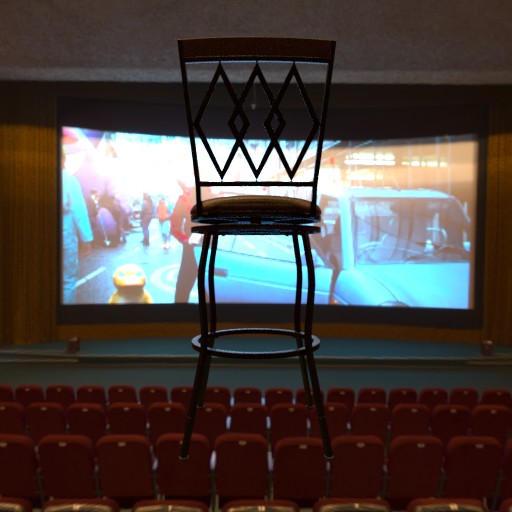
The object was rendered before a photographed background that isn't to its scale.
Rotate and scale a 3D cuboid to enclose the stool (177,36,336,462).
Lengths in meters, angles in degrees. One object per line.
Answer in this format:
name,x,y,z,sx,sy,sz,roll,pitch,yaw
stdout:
stool,0.000,0.000,1.388,0.432,1.134,0.521,0,0,-1
